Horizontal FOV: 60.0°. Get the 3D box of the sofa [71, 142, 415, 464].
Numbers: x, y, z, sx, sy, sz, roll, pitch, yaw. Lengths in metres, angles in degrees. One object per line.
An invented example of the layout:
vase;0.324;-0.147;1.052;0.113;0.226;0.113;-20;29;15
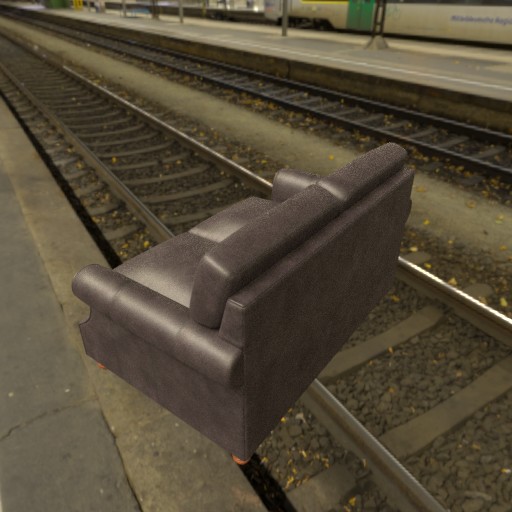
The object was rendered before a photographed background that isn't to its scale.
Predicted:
sofa;0.000;0.000;2.297;1.030;0.979;1.663;21;37;31
